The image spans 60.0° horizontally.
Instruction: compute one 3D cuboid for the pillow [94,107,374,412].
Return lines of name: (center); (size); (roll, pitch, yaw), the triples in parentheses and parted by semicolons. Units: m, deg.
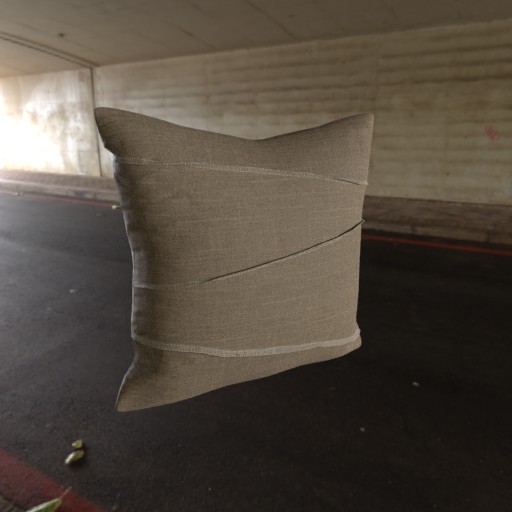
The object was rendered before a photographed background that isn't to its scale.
pillow: (0.000, 0.000, 0.640); (0.424, 0.400, 0.169); (-8, 17, -26)
